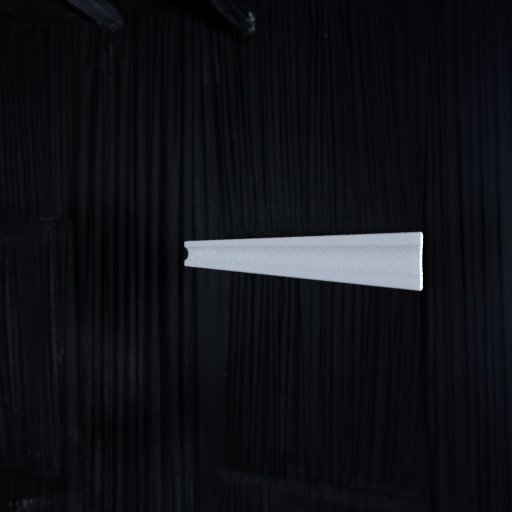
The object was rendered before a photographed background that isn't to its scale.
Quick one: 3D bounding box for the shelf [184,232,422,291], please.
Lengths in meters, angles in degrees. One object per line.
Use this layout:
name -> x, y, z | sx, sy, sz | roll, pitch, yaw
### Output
shelf -> 0.000, 0.000, 0.444 | 0.296, 0.035, 0.296 | 0, 1, 16
